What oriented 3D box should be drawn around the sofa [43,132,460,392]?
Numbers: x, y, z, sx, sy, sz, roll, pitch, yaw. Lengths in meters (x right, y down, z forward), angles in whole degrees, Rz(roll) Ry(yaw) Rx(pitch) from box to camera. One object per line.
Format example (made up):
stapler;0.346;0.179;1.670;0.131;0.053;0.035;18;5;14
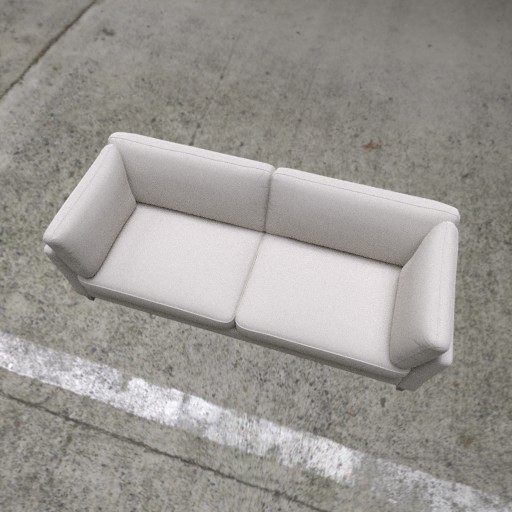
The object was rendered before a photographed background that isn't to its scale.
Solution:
sofa;0.000;0.000;2.759;2.301;0.863;0.957;15;58;9
